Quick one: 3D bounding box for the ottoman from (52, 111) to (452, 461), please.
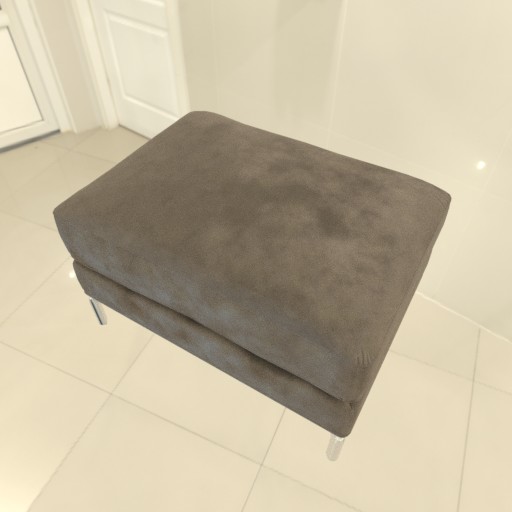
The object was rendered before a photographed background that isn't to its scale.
[{"bbox_3d":[0.000,0.000,1.064,0.719,0.456,0.520,24,51,21],"label":"ottoman"}]
